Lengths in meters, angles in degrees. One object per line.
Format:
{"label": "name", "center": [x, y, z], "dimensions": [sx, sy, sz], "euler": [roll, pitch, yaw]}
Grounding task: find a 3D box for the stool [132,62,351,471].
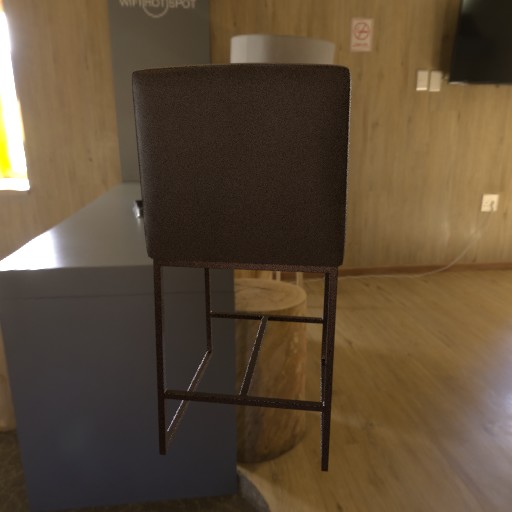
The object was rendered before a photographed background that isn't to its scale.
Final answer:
{"label": "stool", "center": [0.000, 0.000, 1.253], "dimensions": [0.463, 0.946, 0.562], "euler": [2, 17, 8]}
